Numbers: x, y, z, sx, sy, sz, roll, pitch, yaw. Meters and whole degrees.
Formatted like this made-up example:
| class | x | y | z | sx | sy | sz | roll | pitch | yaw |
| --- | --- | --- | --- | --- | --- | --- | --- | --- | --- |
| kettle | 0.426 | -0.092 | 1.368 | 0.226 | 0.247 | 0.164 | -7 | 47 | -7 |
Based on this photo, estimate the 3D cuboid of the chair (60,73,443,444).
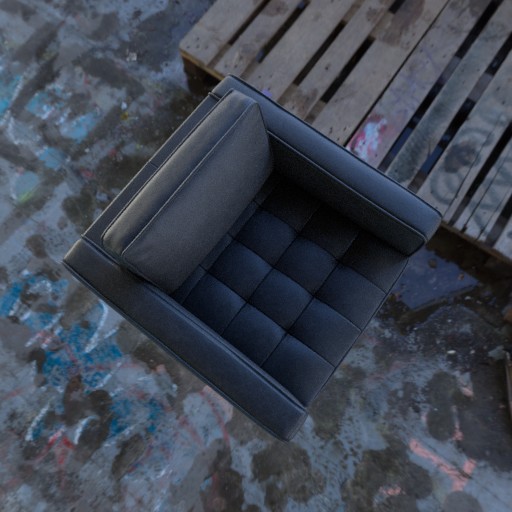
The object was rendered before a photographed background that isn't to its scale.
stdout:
| class | x | y | z | sx | sy | sz | roll | pitch | yaw |
| --- | --- | --- | --- | --- | --- | --- | --- | --- | --- |
| chair | 0.000 | 0.000 | 1.595 | 0.914 | 0.763 | 0.889 | 36 | 78 | 9 |
